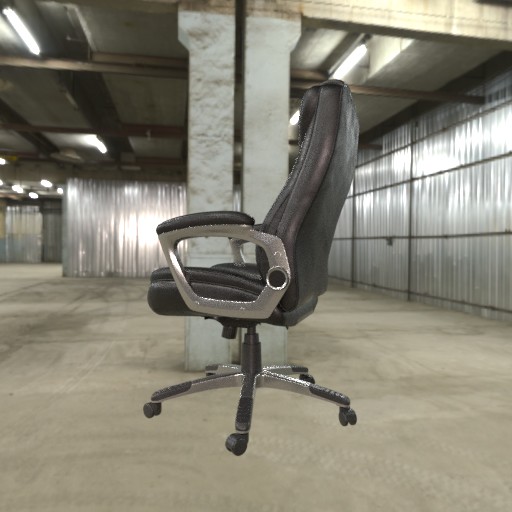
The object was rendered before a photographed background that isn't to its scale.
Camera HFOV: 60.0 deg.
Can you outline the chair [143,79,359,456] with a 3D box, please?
[{"bbox_3d":[0.000,0.000,1.525,0.689,1.075,0.697,0,1,18],"label":"chair"}]
